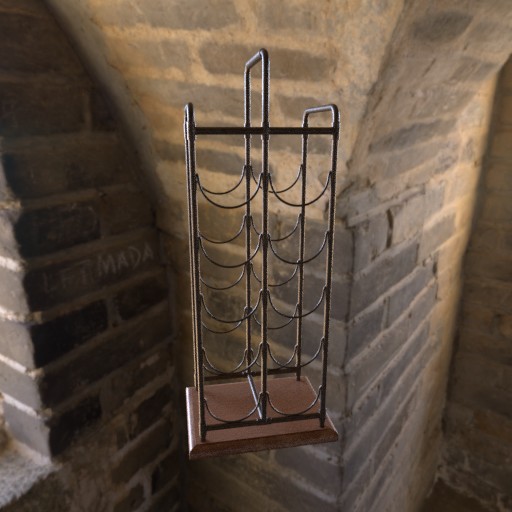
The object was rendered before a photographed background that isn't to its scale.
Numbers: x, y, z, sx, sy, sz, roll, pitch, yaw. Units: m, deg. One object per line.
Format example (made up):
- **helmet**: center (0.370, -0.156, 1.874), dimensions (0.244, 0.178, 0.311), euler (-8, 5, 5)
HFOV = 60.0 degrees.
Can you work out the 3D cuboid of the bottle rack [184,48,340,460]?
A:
- **bottle rack**: center (0.000, 0.000, 0.814), dimensions (0.276, 0.680, 0.208), euler (-3, 16, -10)
